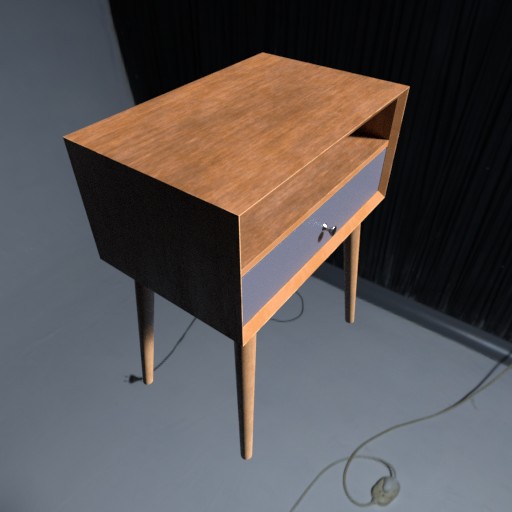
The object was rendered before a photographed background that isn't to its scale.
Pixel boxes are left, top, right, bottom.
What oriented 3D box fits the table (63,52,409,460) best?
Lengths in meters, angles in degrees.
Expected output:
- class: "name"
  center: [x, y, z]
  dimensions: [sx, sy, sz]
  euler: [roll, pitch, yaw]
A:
- class: "table"
  center: [0.000, 0.000, 0.852]
  dimensions: [0.307, 0.580, 0.454]
  euler: [26, 47, 27]
